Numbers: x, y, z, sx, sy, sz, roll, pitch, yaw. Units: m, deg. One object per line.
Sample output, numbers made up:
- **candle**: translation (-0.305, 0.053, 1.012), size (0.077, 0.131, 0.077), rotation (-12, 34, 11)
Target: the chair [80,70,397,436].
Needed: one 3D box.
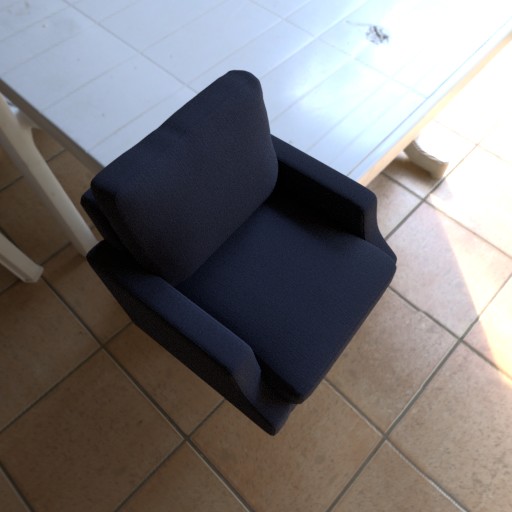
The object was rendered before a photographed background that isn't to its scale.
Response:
- **chair**: translation (0.000, 0.000, 1.648), size (0.897, 0.991, 0.855), rotation (34, 65, 18)
